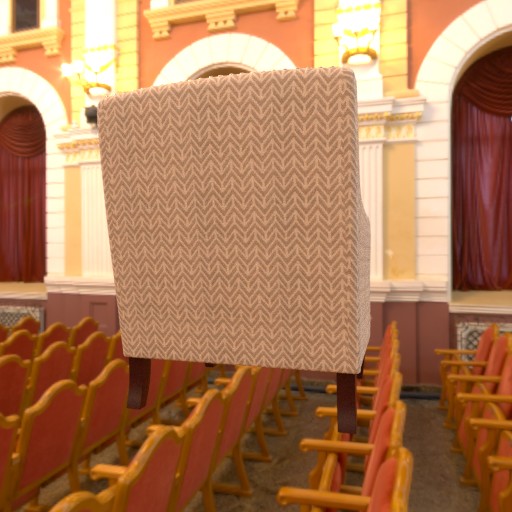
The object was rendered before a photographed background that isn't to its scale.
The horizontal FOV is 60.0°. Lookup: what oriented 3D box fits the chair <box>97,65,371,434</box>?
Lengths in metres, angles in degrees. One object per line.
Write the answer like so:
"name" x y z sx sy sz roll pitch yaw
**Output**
"chair" 0.000 0.000 1.293 0.623 0.816 0.651 0 0 17
